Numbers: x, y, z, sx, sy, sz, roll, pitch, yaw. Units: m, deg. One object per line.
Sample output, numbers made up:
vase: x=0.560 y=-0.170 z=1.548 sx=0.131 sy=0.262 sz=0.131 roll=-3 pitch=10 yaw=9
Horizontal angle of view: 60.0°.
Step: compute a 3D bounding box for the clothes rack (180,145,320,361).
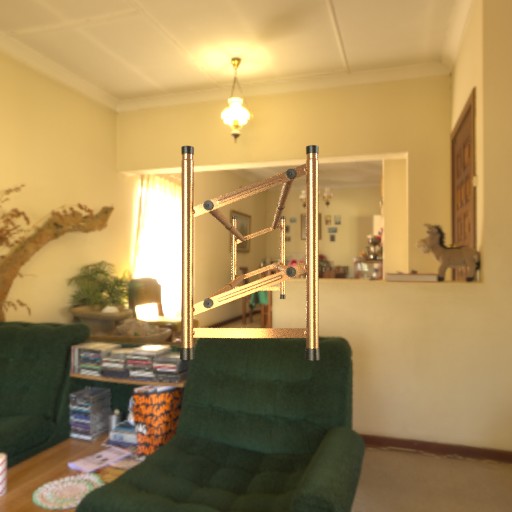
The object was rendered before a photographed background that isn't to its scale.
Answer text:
clothes rack: x=0.000 y=0.000 z=1.297 sx=0.229 sy=0.349 sz=1.168 roll=0 pitch=-1 yaw=1
